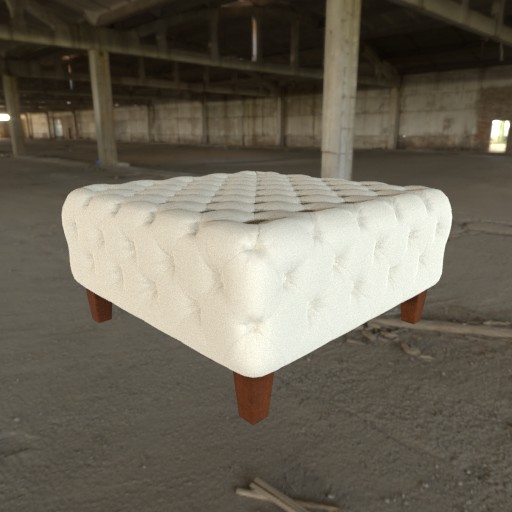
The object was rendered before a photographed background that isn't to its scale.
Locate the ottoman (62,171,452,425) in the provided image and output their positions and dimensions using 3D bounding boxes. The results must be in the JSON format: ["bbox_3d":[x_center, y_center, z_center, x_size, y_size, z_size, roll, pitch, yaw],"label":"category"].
[{"bbox_3d":[0.000,0.000,1.199,0.753,0.376,0.755,-15,22,-42],"label":"ottoman"}]
